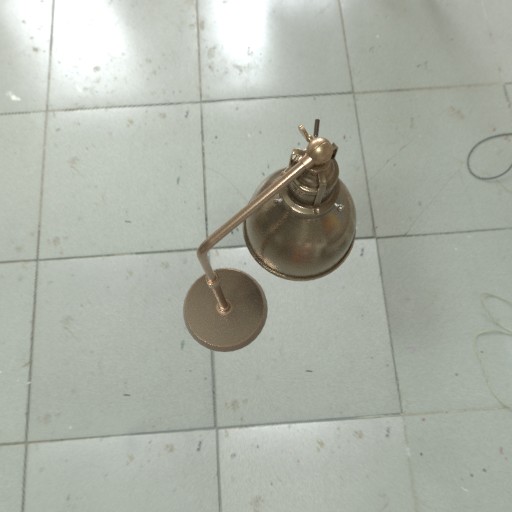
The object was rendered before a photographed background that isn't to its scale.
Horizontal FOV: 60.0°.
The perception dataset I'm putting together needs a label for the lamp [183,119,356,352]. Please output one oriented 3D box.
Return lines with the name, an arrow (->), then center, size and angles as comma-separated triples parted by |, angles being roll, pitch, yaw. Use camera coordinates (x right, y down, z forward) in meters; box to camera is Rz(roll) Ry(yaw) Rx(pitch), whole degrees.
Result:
lamp -> 0.000, 0.000, 0.592 | 0.286, 0.456, 0.153 | -33, 77, -8
